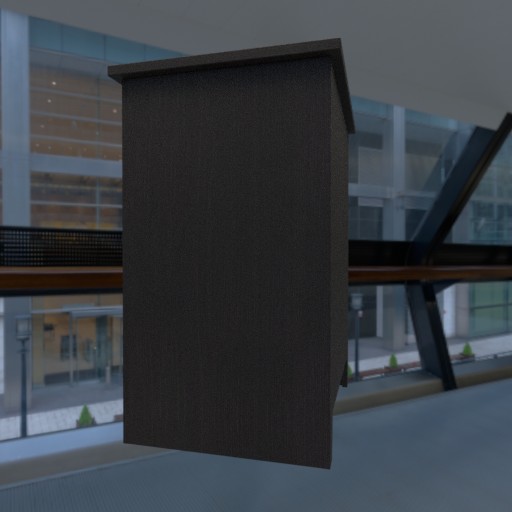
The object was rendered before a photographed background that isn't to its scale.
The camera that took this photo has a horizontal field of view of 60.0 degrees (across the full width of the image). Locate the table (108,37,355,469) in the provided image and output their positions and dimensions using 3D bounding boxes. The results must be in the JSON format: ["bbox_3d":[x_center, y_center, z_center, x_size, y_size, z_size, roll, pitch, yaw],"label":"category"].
[{"bbox_3d":[0.000,0.000,0.920,0.381,0.635,0.480,0,1,15],"label":"table"}]
